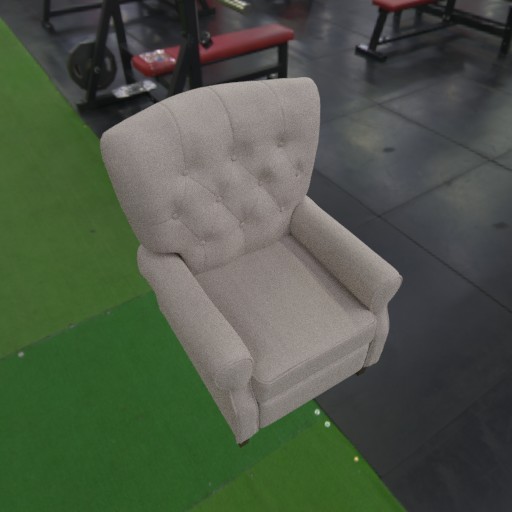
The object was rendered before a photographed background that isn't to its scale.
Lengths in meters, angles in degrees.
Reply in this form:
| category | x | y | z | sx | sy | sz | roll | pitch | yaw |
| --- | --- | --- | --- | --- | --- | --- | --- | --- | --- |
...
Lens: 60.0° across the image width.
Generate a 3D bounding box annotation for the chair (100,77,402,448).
| category | x | y | z | sx | sy | sz | roll | pitch | yaw |
| --- | --- | --- | --- | --- | --- | --- | --- | --- | --- |
| chair | 0.000 | 0.000 | 1.921 | 0.942 | 1.209 | 1.025 | -23 | 49 | -22 |
